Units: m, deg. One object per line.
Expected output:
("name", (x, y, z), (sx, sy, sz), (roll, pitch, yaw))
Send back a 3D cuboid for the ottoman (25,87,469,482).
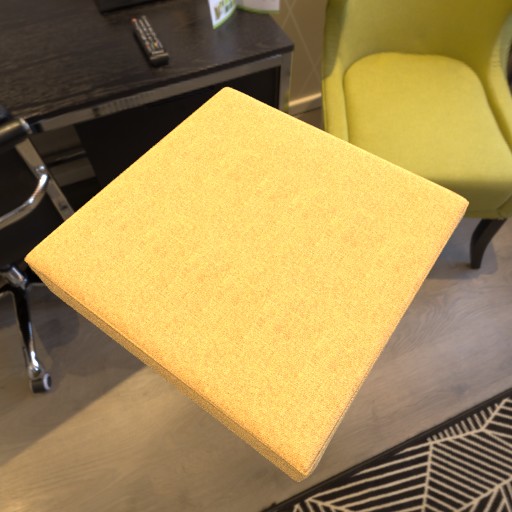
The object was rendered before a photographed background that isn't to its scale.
("ottoman", (0.000, 0.000, 1.461), (0.981, 0.378, 0.970), (31, 63, 18))
